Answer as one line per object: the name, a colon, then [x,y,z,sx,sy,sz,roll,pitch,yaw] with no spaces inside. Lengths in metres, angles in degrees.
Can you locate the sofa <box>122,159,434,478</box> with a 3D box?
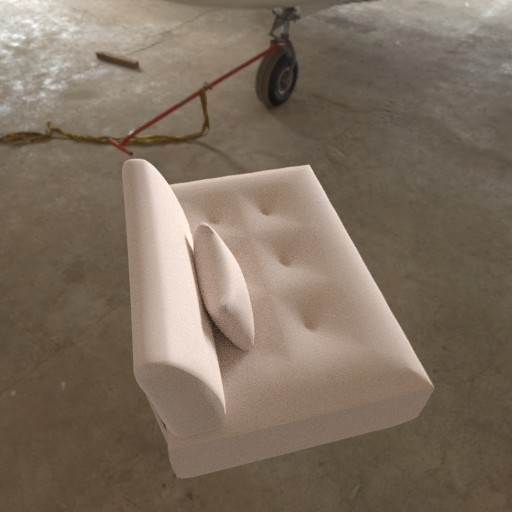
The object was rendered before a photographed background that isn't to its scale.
sofa: [0.000,0.000,1.958,1.000,0.820,1.450,-10,47,-9]
